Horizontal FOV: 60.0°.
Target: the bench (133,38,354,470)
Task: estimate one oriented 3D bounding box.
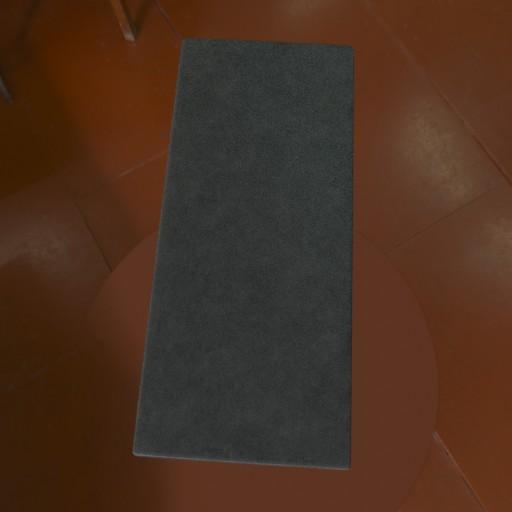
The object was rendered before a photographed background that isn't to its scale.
[{"bbox_3d":[0.000,0.000,1.151,0.401,0.501,0.905,3,76,1],"label":"bench"}]
